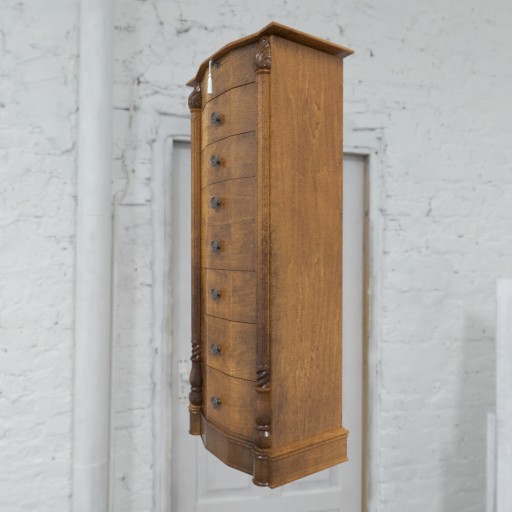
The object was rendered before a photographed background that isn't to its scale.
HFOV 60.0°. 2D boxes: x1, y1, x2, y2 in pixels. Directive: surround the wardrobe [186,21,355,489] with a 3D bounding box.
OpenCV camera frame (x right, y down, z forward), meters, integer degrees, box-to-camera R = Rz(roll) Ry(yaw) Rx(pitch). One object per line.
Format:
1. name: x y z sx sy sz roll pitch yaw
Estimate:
1. wardrobe: 0.000 0.000 1.119 0.273 0.959 0.406 -1 1 -34
